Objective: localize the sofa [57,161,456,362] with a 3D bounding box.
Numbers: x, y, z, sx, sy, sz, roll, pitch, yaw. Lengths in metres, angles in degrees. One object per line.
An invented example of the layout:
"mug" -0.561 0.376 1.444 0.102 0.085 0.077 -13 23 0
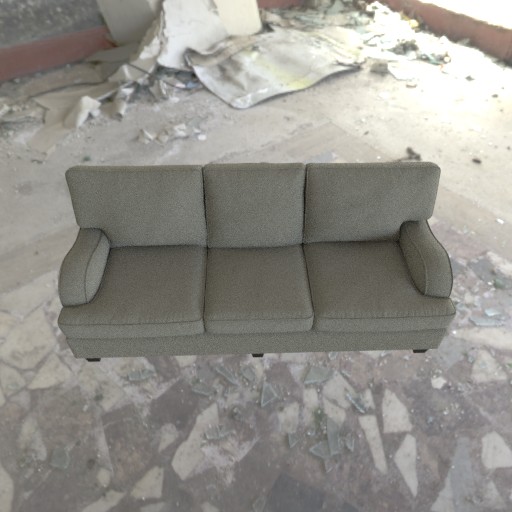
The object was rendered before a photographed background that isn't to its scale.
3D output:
"sofa" 0.000 0.000 2.843 2.323 0.997 1.016 -1 46 -1
